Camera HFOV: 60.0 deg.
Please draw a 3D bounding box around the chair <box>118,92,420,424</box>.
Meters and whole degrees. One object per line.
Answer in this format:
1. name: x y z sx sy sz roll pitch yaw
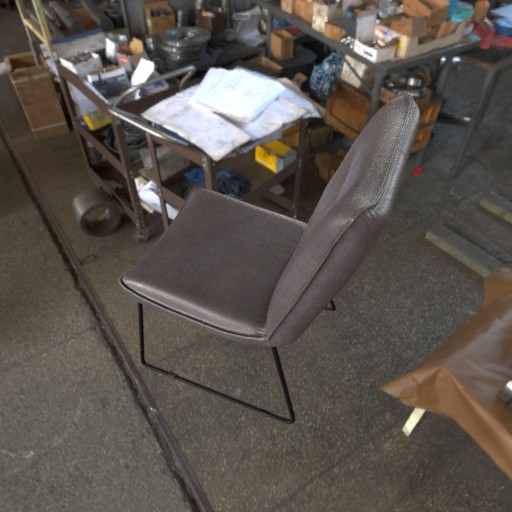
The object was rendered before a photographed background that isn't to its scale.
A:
1. chair: 0.000 0.000 1.331 0.688 0.932 0.515 17 49 16
